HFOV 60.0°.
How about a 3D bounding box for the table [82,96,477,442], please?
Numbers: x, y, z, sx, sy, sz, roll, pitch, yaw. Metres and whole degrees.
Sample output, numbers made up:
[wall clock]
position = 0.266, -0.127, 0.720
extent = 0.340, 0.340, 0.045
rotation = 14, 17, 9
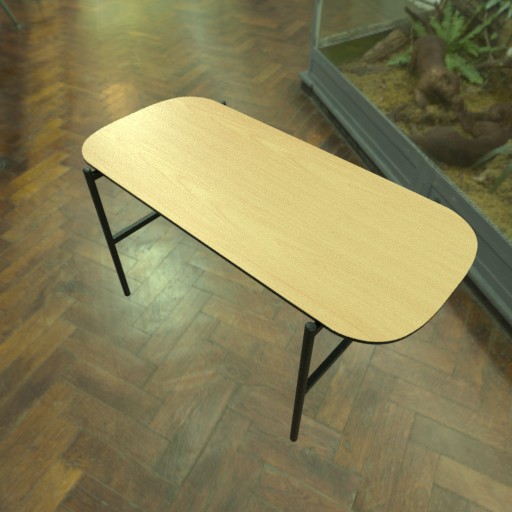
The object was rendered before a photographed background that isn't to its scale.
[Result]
[table]
position = 0.000, 0.000, 0.998
extent = 0.800, 0.400, 0.400
rotation = 33, 54, 28
